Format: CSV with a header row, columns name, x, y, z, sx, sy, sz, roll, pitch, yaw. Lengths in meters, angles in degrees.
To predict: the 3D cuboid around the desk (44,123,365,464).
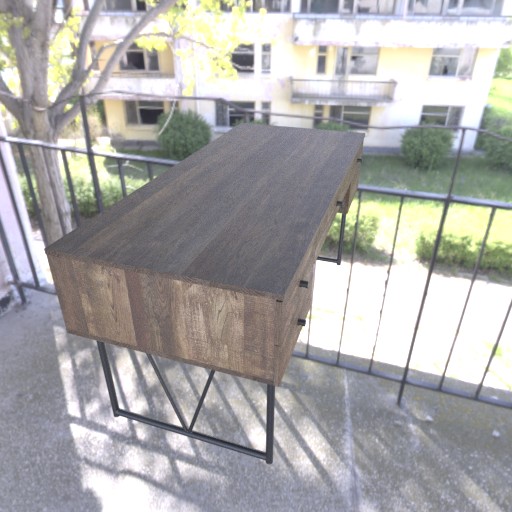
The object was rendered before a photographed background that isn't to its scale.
name,x,y,z,sx,sy,sz,roll,pitch,yaw
desk,0.000,0.000,2.011,0.730,0.780,1.600,10,31,16
